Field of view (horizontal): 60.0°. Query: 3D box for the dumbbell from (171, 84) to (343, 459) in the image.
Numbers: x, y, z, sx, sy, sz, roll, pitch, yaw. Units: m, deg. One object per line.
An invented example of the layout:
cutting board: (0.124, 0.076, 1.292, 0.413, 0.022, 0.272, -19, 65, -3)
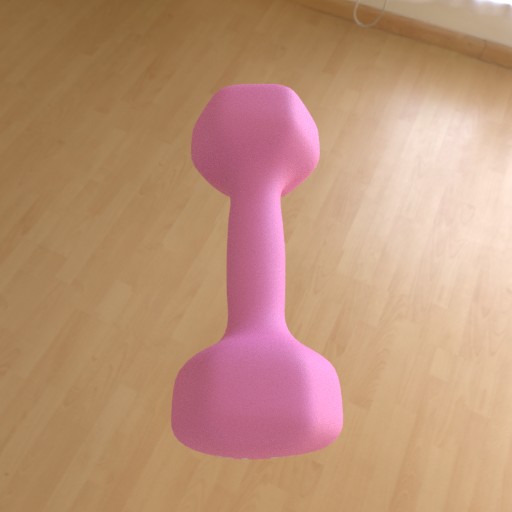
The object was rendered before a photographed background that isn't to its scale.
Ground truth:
dumbbell: (0.000, 0.000, 0.191, 0.064, 0.058, 0.159, 0, 64, 0)
